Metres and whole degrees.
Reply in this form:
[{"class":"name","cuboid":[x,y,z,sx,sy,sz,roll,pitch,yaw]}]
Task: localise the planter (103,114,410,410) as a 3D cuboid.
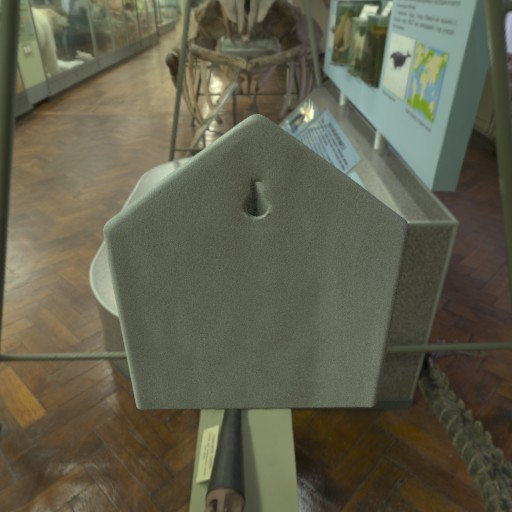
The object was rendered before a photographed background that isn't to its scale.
[{"class":"planter","cuboid":[0.000,0.000,0.283,0.163,0.194,0.080,0,30,-1]}]
